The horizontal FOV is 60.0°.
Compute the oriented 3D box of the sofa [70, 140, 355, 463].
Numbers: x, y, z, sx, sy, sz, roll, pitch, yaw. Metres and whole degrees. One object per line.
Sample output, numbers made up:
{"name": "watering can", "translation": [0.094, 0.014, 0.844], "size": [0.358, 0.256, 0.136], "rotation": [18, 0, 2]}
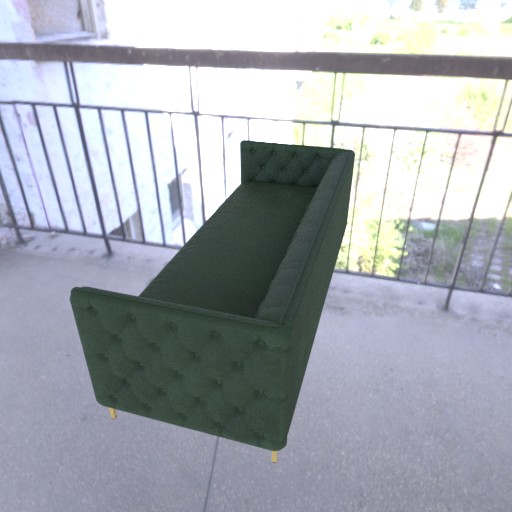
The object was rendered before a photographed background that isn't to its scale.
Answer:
{"name": "sofa", "translation": [0.000, 0.000, 2.667], "size": [0.895, 0.771, 2.209], "rotation": [9, 32, 14]}
